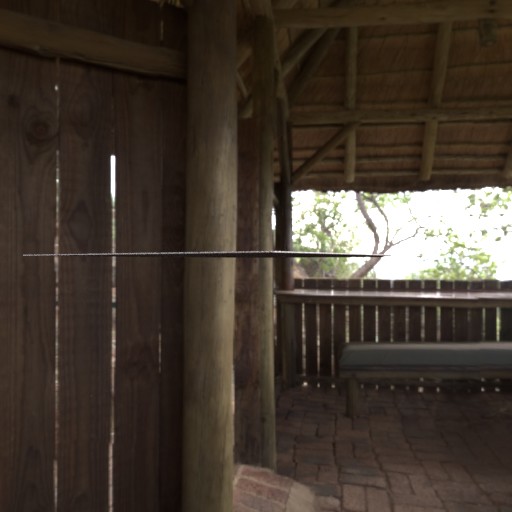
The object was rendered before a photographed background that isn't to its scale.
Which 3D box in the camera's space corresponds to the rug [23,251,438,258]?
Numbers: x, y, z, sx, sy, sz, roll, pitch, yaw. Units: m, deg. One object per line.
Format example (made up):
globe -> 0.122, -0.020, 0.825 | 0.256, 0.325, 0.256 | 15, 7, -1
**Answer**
rug -> 0.000, 0.000, 4.089 | 2.442, 0.008, 3.046 | 0, -1, 36
